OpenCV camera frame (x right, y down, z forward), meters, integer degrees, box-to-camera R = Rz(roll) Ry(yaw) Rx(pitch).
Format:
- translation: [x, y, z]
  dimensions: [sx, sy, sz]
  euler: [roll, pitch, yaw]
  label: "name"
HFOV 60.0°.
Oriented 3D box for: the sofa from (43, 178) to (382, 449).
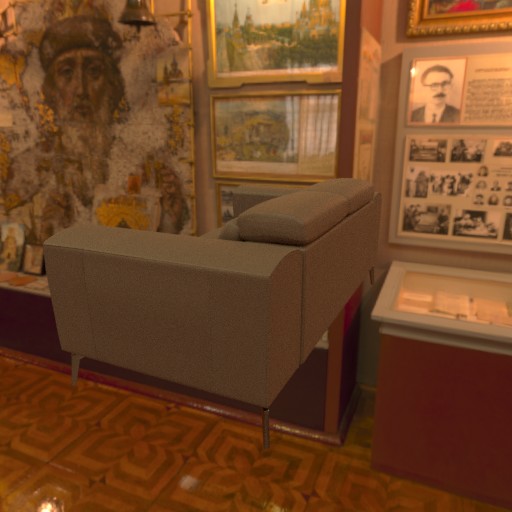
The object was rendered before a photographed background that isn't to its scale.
- translation: [0.000, 0.000, 2.405]
  dimensions: [1.003, 0.779, 1.895]
  euler: [7, 18, 24]
  label: "sofa"
